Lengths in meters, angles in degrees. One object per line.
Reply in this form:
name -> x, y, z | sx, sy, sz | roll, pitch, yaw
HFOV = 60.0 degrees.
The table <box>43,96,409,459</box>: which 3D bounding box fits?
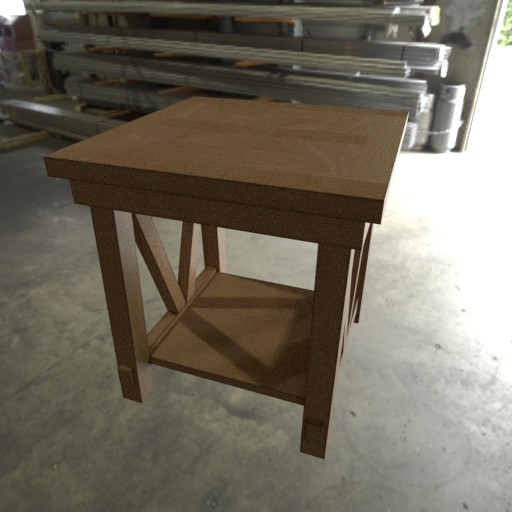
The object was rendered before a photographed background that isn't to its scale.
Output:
table -> 0.000, 0.000, 1.132 | 0.610, 0.638, 0.612 | 10, 32, 17
